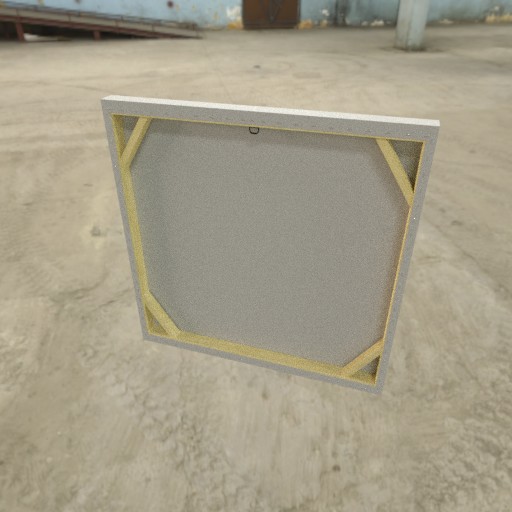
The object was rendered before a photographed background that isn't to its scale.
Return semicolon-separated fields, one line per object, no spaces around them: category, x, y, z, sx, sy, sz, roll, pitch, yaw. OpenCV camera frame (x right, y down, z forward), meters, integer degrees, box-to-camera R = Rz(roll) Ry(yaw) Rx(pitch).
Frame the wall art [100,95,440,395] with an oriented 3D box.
wall art;0.000;0.000;0.940;0.610;0.610;0.038;10;33;15
